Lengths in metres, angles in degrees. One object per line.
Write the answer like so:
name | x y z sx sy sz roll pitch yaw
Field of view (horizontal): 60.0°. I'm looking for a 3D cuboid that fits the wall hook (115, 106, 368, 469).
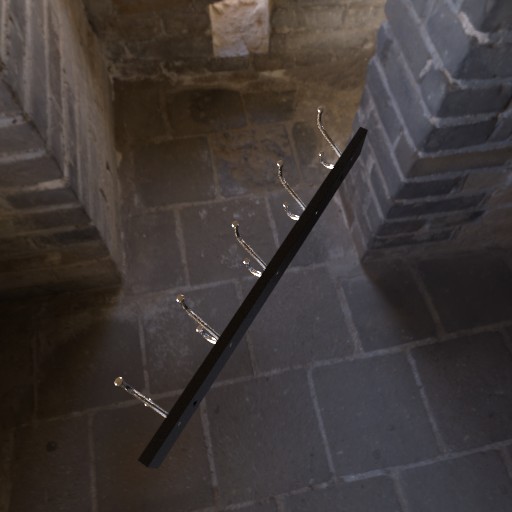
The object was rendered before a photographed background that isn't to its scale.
wall hook | 0.000 0.000 0.608 0.071 0.117 0.571 29 66 14
